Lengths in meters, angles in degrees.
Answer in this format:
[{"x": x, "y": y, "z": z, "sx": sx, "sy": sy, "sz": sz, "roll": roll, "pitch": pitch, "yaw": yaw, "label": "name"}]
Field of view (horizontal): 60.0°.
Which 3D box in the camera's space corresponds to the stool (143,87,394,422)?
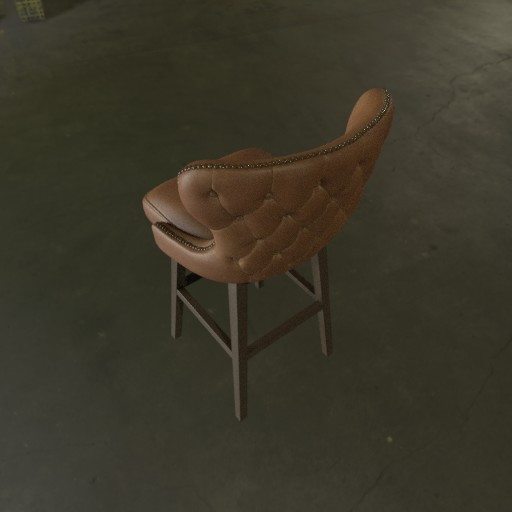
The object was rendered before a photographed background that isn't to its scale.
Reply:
[{"x": 0.000, "y": 0.000, "z": 1.423, "sx": 0.591, "sy": 1.087, "sz": 0.606, "roll": -29, "pitch": 52, "yaw": -26, "label": "stool"}]
